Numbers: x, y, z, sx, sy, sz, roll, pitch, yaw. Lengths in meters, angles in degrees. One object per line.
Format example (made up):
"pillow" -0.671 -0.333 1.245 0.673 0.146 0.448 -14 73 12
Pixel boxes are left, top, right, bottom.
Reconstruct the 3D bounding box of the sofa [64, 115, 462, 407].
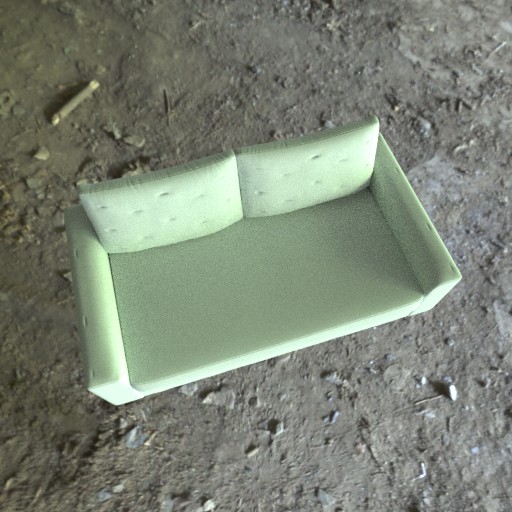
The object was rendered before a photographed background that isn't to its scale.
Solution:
"sofa" 0.000 0.000 2.112 1.650 0.790 0.920 -15 64 -8
